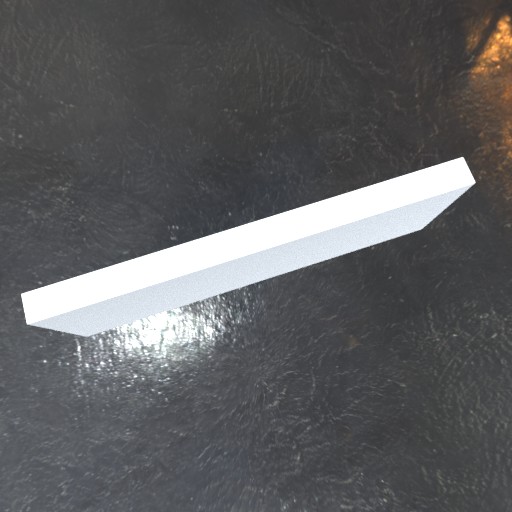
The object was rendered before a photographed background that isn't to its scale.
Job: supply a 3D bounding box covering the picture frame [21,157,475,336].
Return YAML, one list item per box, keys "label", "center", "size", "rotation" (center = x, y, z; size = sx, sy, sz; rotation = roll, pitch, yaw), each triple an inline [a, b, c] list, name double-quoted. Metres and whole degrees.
- label: "picture frame"
  center: [0.000, 0.000, 0.840]
  size: [0.759, 0.250, 0.050]
  rotation: [-18, 76, -5]
